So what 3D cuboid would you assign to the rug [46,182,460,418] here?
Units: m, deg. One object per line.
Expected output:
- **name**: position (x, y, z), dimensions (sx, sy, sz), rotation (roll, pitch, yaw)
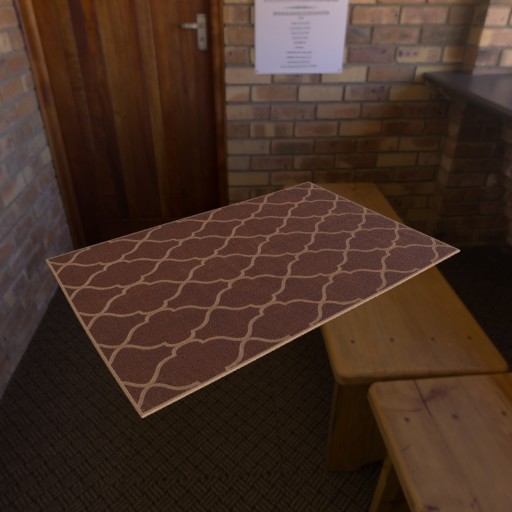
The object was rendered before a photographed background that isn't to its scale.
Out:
- **rug**: position (0.000, 0.000, 2.912), dimensions (2.290, 0.014, 1.526), rotation (-21, 37, -30)
